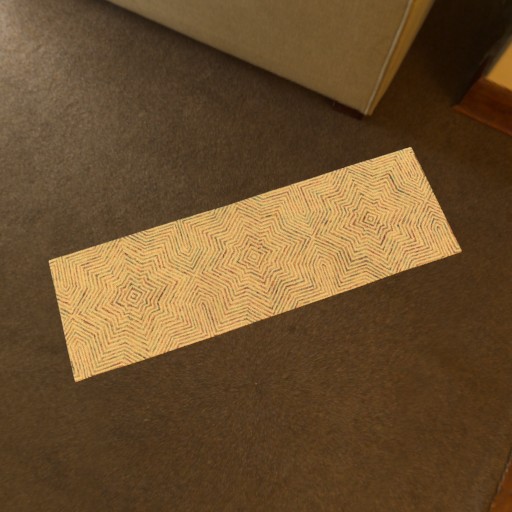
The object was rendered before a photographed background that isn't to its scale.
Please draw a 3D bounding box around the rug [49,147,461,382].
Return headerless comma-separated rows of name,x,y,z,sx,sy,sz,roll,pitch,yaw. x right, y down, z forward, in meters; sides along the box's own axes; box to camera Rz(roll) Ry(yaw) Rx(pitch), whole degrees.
rug,0.000,0.000,2.743,2.443,0.009,0.771,-18,75,-5
